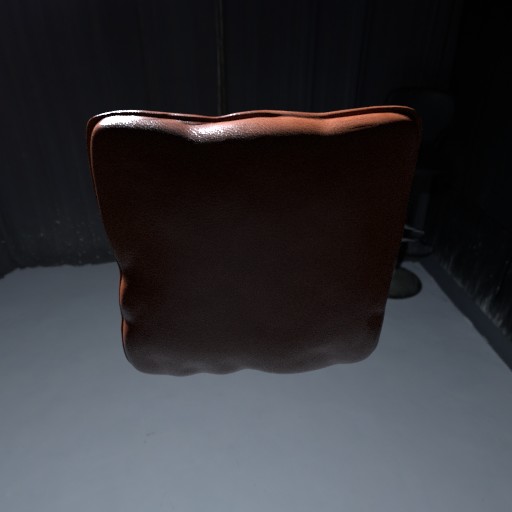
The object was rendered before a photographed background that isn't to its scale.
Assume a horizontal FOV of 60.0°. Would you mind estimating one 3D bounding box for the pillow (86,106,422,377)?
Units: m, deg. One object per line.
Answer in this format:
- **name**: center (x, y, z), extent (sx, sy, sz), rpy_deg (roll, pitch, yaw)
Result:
- **pillow**: center (0.000, 0.000, 0.806), extent (0.532, 0.523, 0.236), rpy_deg (-2, 30, -4)
